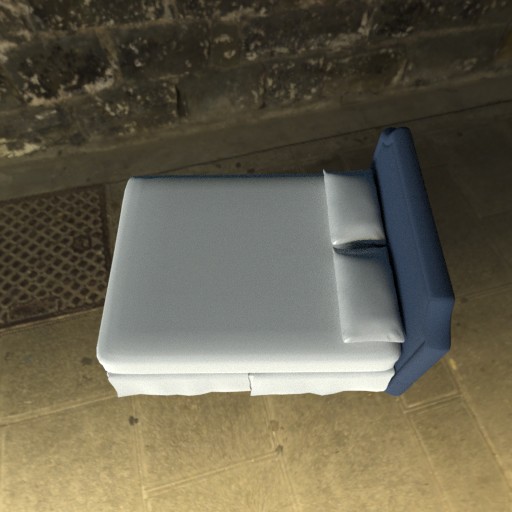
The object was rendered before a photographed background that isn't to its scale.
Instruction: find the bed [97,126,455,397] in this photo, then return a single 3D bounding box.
[{"bbox_3d":[0.000,0.000,3.379,2.260,1.297,1.831,-1,59,0],"label":"bed"}]
